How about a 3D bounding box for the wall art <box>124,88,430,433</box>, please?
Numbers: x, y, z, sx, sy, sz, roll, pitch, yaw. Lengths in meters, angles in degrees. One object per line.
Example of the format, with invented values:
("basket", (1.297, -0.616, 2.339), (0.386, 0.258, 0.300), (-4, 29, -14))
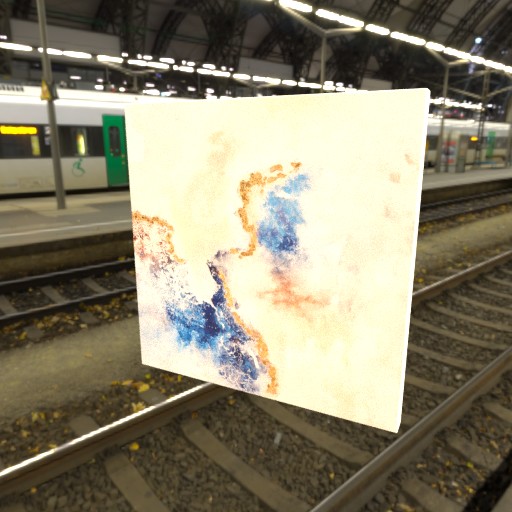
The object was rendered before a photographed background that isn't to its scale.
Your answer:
("wall art", (0.000, 0.000, 1.575), (1.061, 1.061, 0.071), (7, 16, 26))
